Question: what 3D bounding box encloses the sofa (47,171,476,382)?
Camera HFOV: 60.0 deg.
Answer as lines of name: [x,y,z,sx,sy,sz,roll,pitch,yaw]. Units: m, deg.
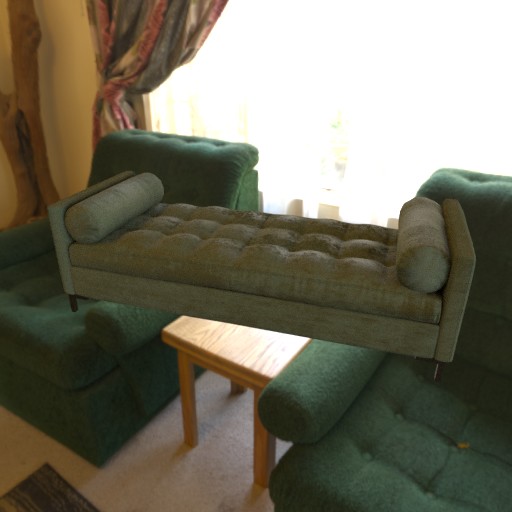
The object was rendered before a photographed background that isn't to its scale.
sofa: [0.000,0.000,2.522,2.130,0.681,0.817,8,27,16]
